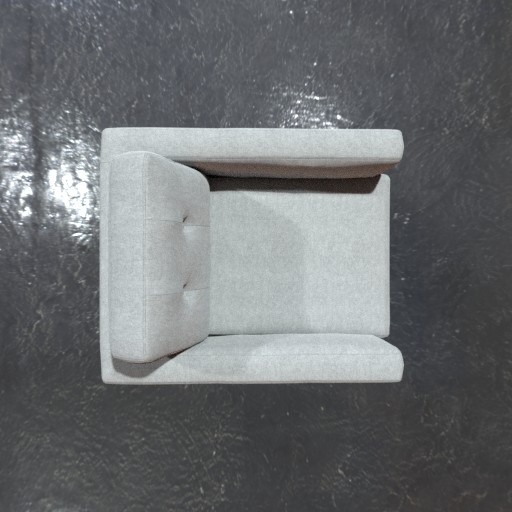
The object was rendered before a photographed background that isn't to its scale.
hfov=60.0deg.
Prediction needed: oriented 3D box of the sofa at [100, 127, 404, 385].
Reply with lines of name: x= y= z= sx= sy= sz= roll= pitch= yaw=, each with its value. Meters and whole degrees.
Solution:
sofa: x=0.000 y=0.000 z=1.511 sx=0.920 sy=0.860 sz=0.770 roll=0 pitch=90 yaw=-2
